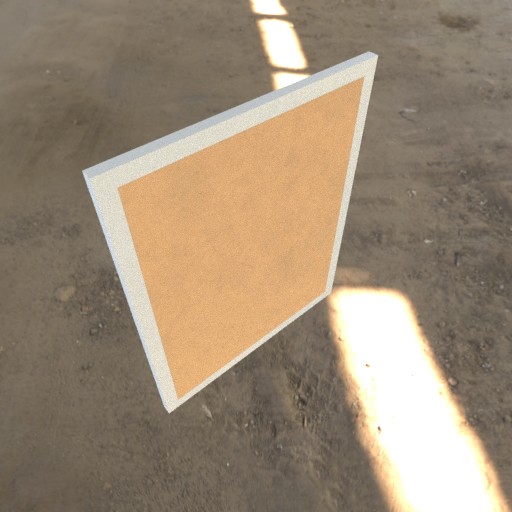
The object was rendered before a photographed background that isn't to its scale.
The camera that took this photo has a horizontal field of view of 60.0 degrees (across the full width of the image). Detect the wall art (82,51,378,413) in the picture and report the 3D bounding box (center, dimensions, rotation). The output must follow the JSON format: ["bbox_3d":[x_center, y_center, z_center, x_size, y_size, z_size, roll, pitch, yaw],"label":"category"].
[{"bbox_3d":[0.000,0.000,1.099,0.661,0.811,0.026,-32,55,-26],"label":"wall art"}]
